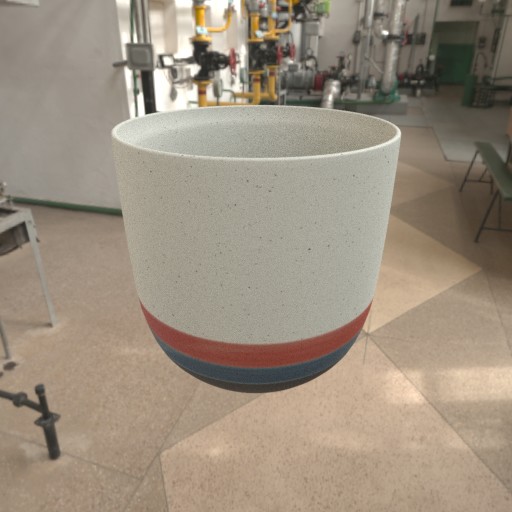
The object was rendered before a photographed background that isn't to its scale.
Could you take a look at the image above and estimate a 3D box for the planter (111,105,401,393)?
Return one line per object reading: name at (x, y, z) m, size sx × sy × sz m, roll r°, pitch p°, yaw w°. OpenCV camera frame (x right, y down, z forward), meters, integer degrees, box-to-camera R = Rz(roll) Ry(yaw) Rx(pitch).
planter at (0.000, 0.000, 0.371) m, size 0.204 × 0.214 × 0.204 m, roll 0°, pitch 26°, yaw 0°
